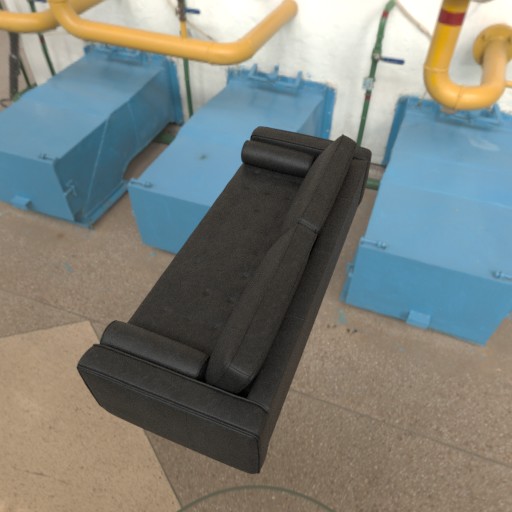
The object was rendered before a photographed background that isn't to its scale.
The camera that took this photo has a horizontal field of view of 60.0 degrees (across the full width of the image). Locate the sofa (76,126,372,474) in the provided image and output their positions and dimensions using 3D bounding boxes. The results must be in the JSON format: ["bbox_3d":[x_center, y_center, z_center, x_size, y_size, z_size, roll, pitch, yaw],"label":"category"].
[{"bbox_3d":[0.000,0.000,2.677,0.914,0.762,2.210,16,49,15],"label":"sofa"}]
